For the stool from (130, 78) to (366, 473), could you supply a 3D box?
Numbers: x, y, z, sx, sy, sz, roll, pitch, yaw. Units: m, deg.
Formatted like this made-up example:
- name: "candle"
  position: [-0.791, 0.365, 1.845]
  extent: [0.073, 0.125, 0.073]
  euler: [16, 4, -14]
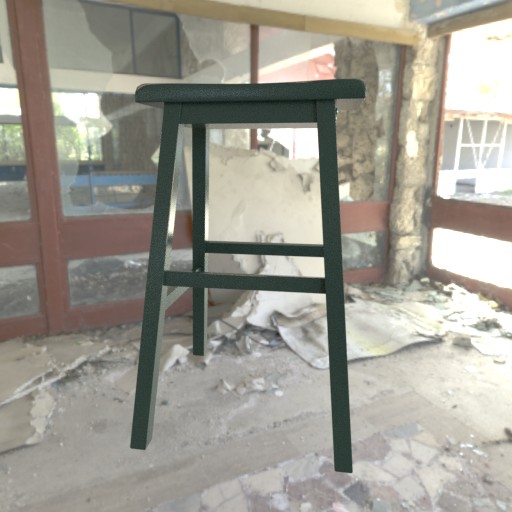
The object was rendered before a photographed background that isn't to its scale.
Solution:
- name: "stool"
  position: [0.000, 0.000, 1.037]
  extent: [0.457, 0.737, 0.476]
  euler: [2, 14, 9]
